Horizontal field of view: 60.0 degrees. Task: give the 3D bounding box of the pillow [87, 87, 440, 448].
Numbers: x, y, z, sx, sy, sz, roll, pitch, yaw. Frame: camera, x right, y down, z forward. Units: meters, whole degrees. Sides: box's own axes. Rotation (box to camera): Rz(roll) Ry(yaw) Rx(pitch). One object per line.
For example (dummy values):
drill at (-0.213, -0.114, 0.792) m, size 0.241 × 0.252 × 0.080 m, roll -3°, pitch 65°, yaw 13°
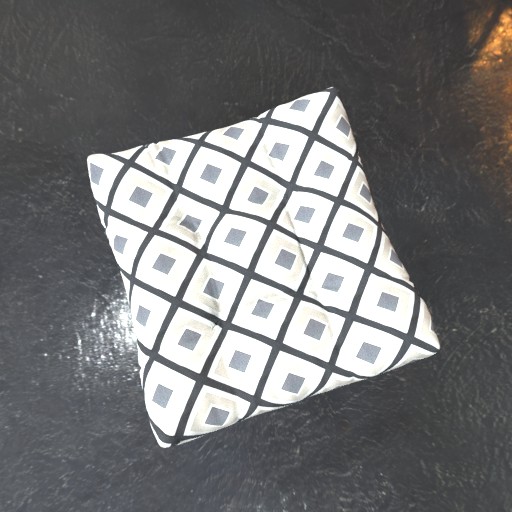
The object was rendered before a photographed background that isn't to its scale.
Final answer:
pillow at (0.000, 0.000, 0.747) m, size 0.468 × 0.128 × 0.490 m, roll -17°, pitch 77°, yaw -4°
